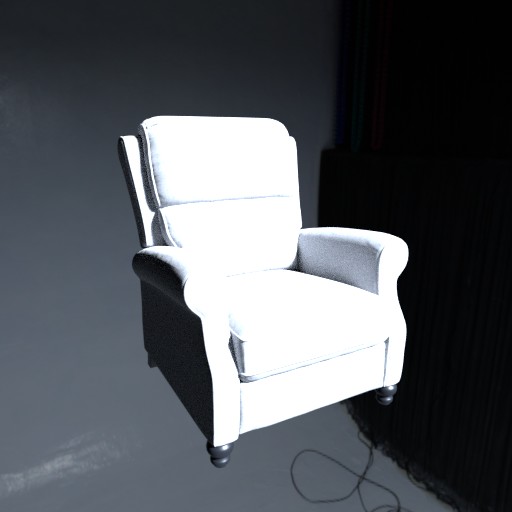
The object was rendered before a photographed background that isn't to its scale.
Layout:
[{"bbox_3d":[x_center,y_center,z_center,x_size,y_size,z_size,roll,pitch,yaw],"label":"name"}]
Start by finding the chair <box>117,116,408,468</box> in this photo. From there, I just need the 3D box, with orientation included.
[{"bbox_3d":[0.000,0.000,1.707,0.859,1.046,0.919,-8,17,-28],"label":"chair"}]
